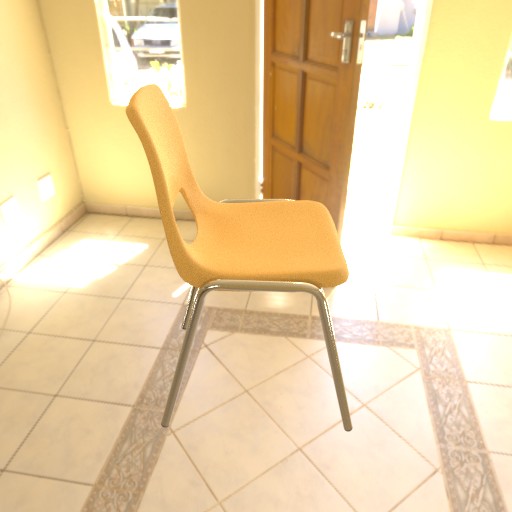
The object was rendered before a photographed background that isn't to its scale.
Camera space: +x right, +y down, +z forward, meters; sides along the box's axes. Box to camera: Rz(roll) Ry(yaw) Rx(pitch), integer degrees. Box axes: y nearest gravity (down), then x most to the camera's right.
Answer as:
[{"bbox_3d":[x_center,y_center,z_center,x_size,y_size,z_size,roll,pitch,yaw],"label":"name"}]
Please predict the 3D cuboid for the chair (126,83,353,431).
[{"bbox_3d":[0.000,0.000,0.977,0.436,0.704,0.381,0,32,0],"label":"chair"}]
